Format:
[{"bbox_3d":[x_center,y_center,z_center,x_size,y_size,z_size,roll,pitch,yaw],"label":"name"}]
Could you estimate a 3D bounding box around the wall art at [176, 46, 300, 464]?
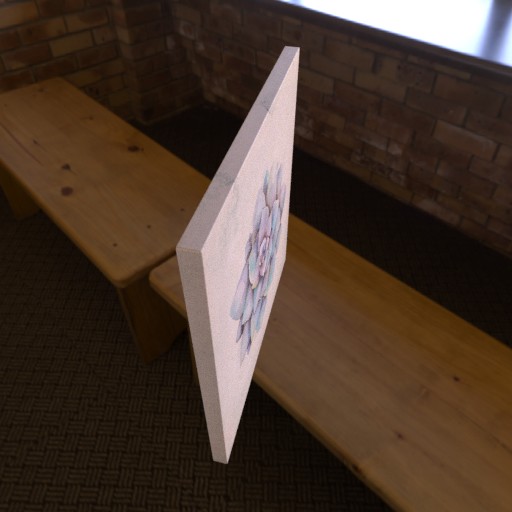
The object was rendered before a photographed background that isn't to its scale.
[{"bbox_3d":[0.000,0.000,1.131,0.038,0.762,0.762,10,46,10],"label":"wall art"}]
